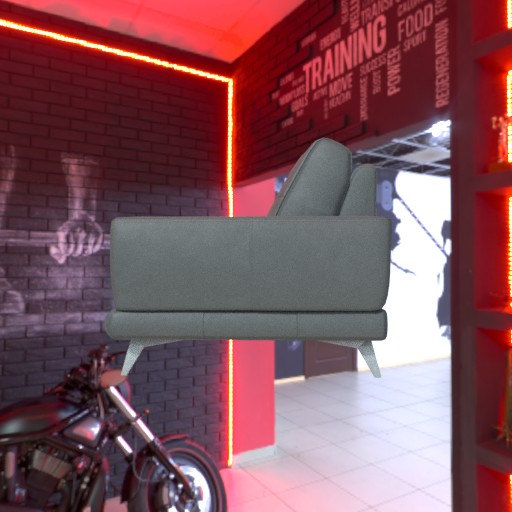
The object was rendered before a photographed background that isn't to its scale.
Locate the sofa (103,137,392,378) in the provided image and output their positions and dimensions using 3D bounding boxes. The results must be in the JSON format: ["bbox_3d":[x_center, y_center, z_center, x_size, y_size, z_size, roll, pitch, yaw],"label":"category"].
[{"bbox_3d":[0.000,0.000,2.406,1.018,0.907,1.806,0,-2,2],"label":"sofa"}]
